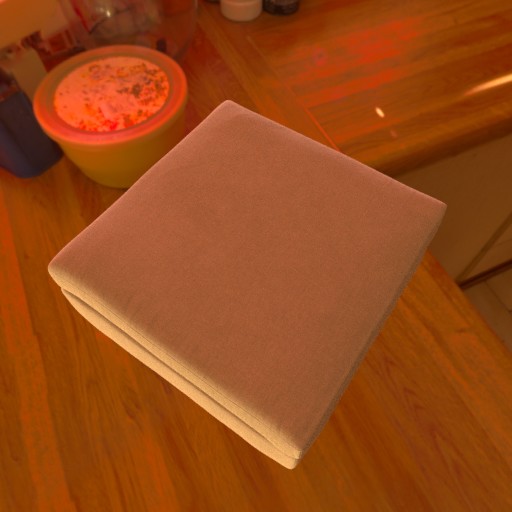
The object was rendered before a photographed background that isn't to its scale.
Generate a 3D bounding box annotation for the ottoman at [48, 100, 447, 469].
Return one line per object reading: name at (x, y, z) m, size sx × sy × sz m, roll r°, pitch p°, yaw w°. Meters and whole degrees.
ottoman at (0.000, 0.000, 1.869) m, size 1.171 × 0.517 × 1.203 m, roll 31°, pitch 64°, yaw 17°
